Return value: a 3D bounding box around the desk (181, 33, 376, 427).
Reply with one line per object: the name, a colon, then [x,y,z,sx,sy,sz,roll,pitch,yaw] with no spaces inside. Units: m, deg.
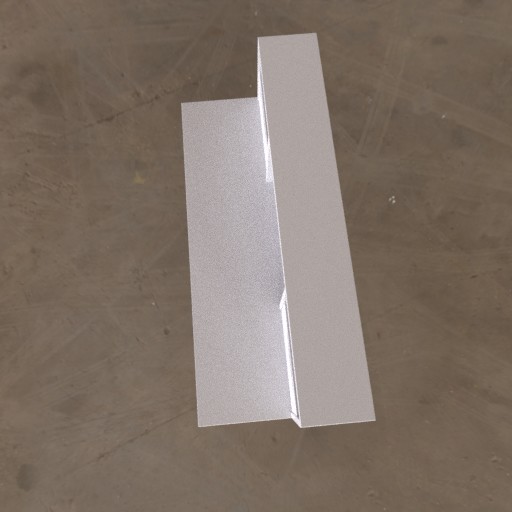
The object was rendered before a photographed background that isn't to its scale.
desk: [0.000,0.000,1.758,0.559,0.990,1.199,-5,75,-1]
